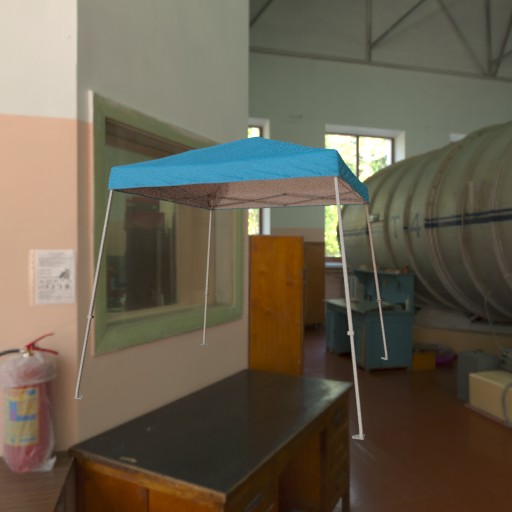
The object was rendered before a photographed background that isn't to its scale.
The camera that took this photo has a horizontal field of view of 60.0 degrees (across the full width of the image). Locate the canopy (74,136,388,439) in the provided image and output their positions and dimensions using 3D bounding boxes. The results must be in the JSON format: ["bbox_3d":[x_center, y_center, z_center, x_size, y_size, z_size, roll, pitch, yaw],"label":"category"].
[{"bbox_3d":[0.000,0.000,5.288,2.848,2.849,2.849,0,0,20],"label":"canopy"}]
